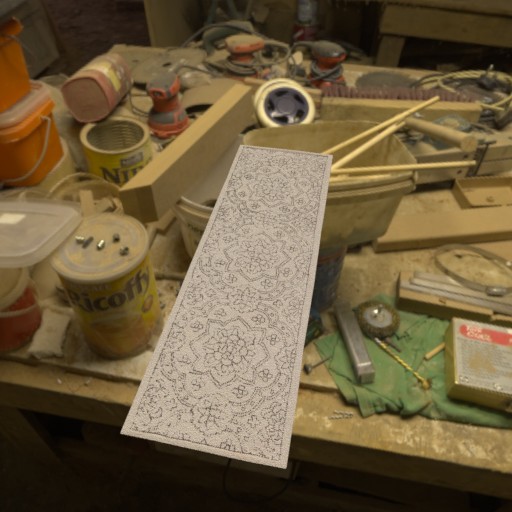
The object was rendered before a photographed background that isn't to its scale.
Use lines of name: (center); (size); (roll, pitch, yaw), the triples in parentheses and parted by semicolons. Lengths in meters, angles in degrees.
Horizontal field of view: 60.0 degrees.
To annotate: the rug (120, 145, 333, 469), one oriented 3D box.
rug: (0.000, 0.000, 2.790); (0.769, 0.012, 2.448); (8, 47, 8)
